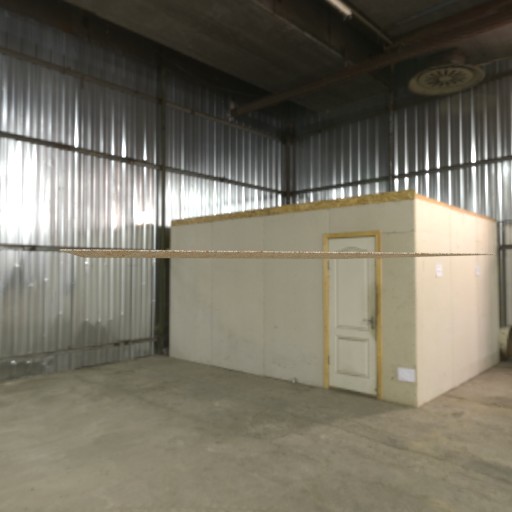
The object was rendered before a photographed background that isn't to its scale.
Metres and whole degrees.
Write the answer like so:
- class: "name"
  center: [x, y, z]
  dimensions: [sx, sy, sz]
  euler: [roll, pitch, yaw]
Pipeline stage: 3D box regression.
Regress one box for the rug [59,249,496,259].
- class: "rug"
  center: [0.000, 0.000, 3.852]
  dimensions: [2.939, 0.009, 2.313]
  euler: [0, -1, -18]
